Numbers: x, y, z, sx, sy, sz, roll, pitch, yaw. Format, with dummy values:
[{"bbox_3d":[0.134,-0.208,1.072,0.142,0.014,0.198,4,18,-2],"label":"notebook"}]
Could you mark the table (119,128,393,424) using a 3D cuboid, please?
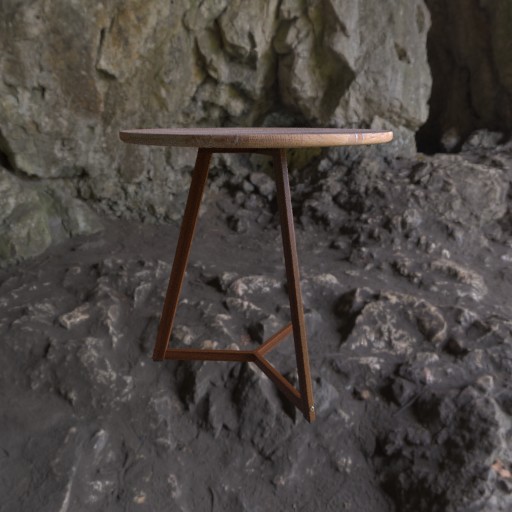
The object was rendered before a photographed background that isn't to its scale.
[{"bbox_3d":[0.000,0.000,0.916,0.500,0.500,0.500,0,17,0],"label":"table"}]
